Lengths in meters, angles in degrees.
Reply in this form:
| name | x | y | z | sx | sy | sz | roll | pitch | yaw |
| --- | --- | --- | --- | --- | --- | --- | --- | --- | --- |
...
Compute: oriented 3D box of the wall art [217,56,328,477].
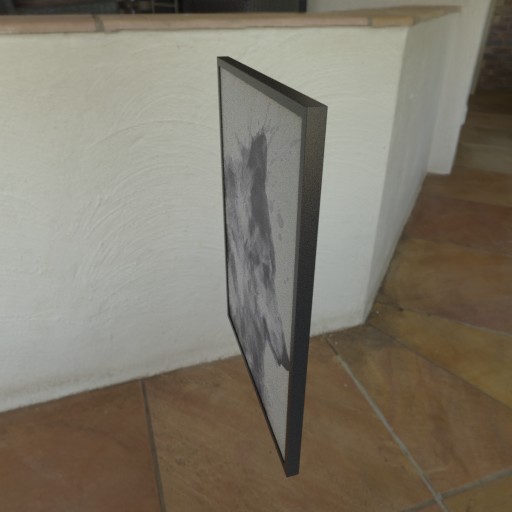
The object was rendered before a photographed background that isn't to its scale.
| name | x | y | z | sx | sy | sz | roll | pitch | yaw |
| --- | --- | --- | --- | --- | --- | --- | --- | --- | --- |
| wall art | 0.000 | 0.000 | 1.383 | 0.039 | 1.061 | 0.804 | -8 | 31 | -14 |
